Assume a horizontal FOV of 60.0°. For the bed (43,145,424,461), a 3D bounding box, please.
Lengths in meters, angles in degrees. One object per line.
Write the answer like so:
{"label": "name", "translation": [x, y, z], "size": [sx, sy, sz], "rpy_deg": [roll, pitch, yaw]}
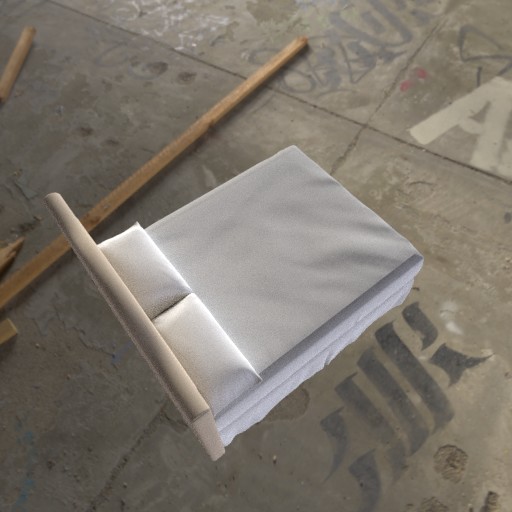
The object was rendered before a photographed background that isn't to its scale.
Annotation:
{"label": "bed", "translation": [0.000, 0.000, 3.345], "size": [2.143, 1.460, 1.753], "rpy_deg": [-33, 63, -19]}
